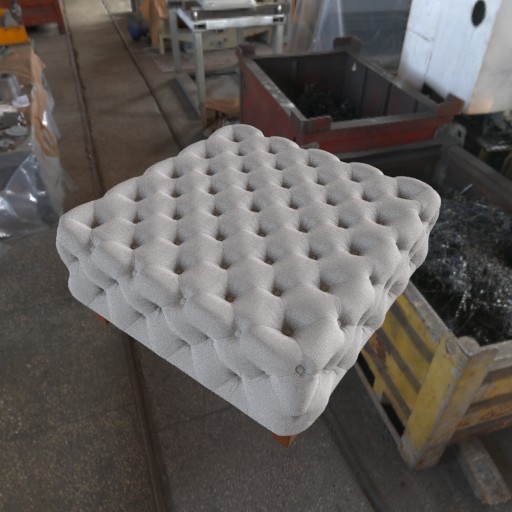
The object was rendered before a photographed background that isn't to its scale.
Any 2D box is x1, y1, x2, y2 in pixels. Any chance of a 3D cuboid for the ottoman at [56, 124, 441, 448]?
[{"bbox_3d":[0.000,0.000,1.224,0.764,0.365,0.758,25,46,27],"label":"ottoman"}]
